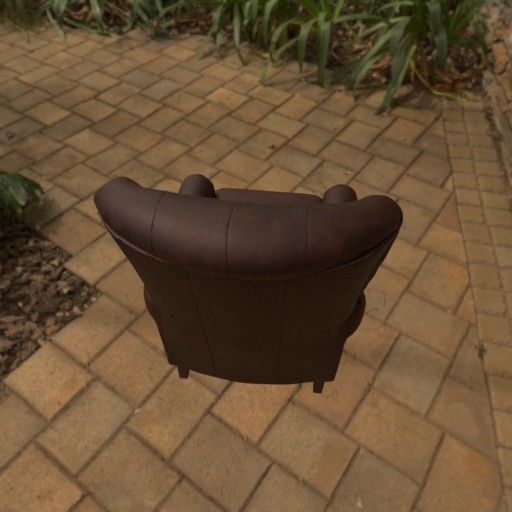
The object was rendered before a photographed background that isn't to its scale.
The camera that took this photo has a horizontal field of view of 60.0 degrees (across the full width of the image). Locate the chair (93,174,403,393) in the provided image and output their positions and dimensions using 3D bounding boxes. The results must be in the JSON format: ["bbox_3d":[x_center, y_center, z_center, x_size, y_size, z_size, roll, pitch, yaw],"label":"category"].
[{"bbox_3d":[0.000,0.000,1.899,0.948,1.158,1.058,5,46,5],"label":"chair"}]
